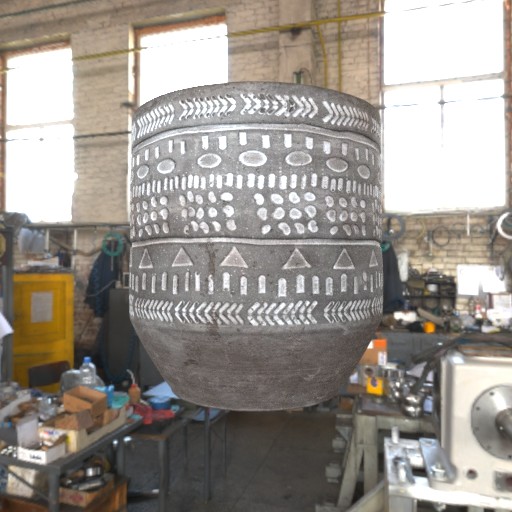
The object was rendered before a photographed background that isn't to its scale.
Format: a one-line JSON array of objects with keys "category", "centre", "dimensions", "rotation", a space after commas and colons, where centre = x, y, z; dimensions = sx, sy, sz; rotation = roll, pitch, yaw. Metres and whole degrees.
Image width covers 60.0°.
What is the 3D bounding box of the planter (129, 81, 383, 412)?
[{"category": "planter", "centre": [0.000, 0.000, 0.221], "dimensions": [0.122, 0.128, 0.122], "rotation": [0, -1, 0]}]
